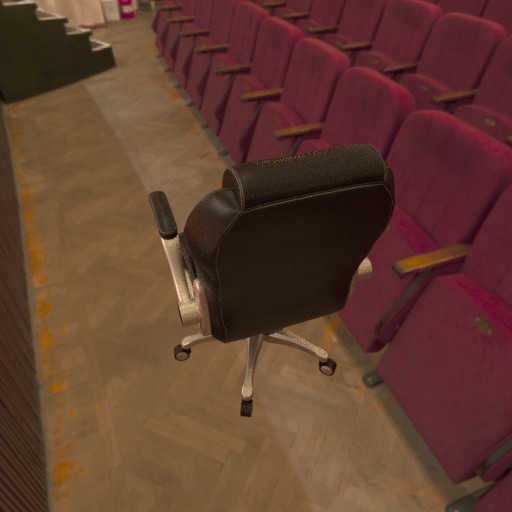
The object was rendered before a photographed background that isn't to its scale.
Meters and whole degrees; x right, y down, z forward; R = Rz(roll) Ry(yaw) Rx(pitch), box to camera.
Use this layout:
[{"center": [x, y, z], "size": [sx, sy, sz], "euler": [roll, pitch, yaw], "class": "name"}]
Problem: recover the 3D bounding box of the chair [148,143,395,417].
[{"center": [0.000, 0.000, 1.666], "size": [0.724, 1.141, 0.801], "euler": [-13, 42, -15], "class": "chair"}]
